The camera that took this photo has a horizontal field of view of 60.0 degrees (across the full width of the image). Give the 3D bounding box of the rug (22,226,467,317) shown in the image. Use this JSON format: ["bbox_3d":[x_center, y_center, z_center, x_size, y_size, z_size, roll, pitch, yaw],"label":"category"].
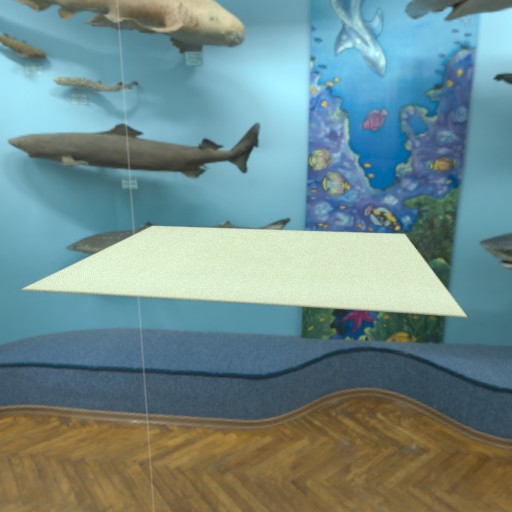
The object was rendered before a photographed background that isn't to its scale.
[{"bbox_3d":[0.000,0.000,4.126,3.039,0.018,2.462,2,15,9],"label":"rug"}]
